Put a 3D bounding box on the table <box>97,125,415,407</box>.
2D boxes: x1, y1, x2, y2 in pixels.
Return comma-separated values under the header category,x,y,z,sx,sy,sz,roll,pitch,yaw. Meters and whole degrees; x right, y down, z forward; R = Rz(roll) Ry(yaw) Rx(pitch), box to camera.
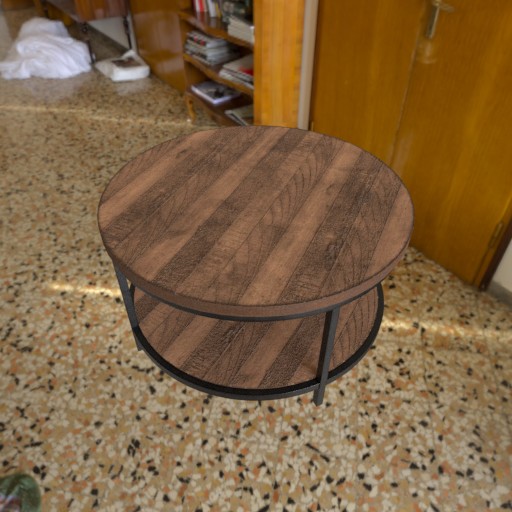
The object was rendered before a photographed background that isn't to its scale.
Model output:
category,x,y,z,sx,sy,sz,roll,pitch,yaw
table,0.000,0.000,1.362,0.837,0.462,0.837,0,41,0
